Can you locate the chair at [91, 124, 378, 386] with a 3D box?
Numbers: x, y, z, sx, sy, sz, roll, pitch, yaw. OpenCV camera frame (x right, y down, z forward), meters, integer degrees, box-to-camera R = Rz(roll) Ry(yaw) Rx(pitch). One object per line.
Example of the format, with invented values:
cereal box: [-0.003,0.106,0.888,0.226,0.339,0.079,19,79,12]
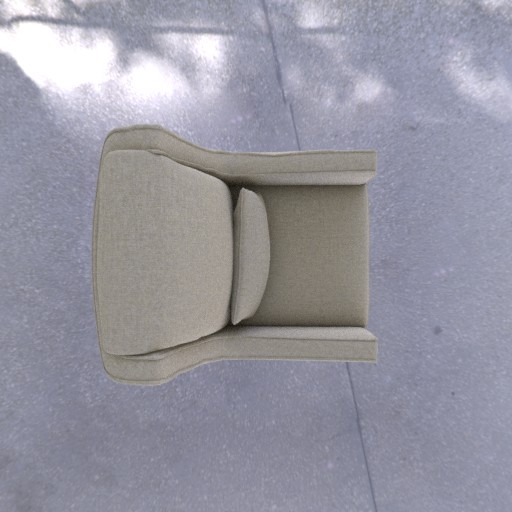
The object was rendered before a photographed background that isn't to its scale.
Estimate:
chair: [0.000,0.000,1.624,0.879,0.993,0.732,0,90,-1]
